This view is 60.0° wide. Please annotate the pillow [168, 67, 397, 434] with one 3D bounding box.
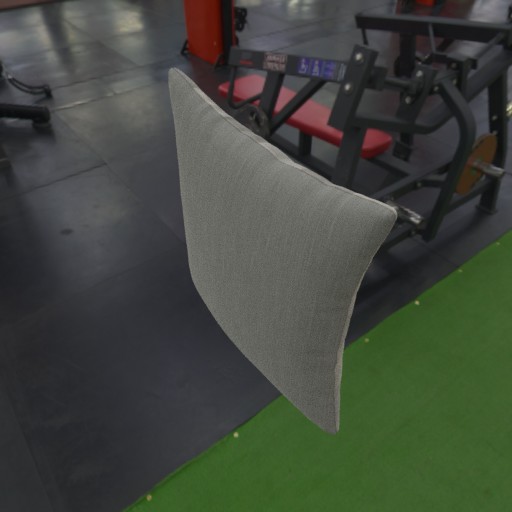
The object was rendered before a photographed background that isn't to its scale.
[{"bbox_3d":[0.000,0.000,0.789,0.161,0.509,0.511,-26,49,-25],"label":"pillow"}]
